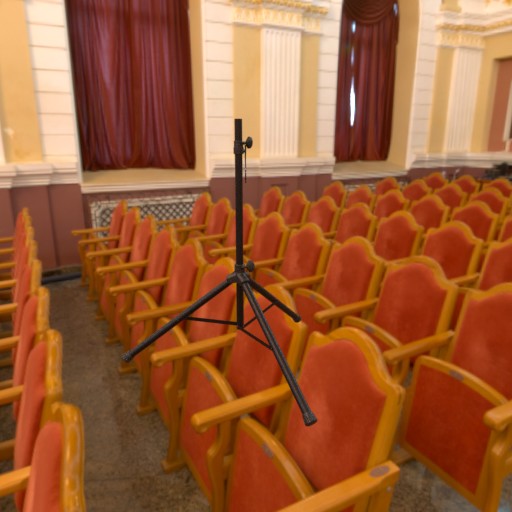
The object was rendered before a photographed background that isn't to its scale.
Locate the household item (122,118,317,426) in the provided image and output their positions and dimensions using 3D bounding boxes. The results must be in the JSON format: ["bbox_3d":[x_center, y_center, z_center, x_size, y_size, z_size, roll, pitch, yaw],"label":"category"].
[{"bbox_3d":[0.000,0.000,1.900,1.045,1.136,0.907,-8,17,-27],"label":"household item"}]
